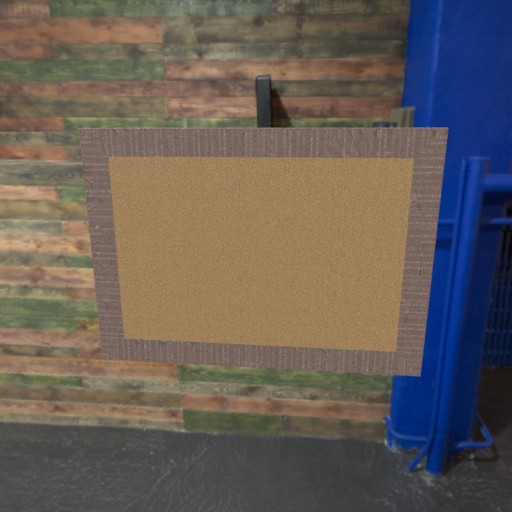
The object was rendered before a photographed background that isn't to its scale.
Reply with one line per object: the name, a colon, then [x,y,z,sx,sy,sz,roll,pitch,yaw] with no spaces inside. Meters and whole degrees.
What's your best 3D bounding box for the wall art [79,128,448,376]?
wall art: [0.000,0.000,1.371,1.056,0.761,0.020,2,16,6]
